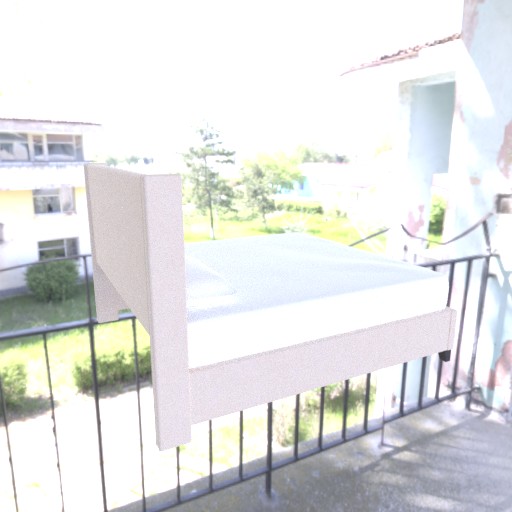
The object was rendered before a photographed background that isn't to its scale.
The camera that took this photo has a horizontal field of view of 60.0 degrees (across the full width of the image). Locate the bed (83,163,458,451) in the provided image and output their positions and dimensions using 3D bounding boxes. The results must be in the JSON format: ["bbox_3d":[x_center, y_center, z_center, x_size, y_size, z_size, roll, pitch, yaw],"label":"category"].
[{"bbox_3d":[0.000,0.000,3.643,2.293,1.471,2.145,-7,15,-27],"label":"bed"}]
